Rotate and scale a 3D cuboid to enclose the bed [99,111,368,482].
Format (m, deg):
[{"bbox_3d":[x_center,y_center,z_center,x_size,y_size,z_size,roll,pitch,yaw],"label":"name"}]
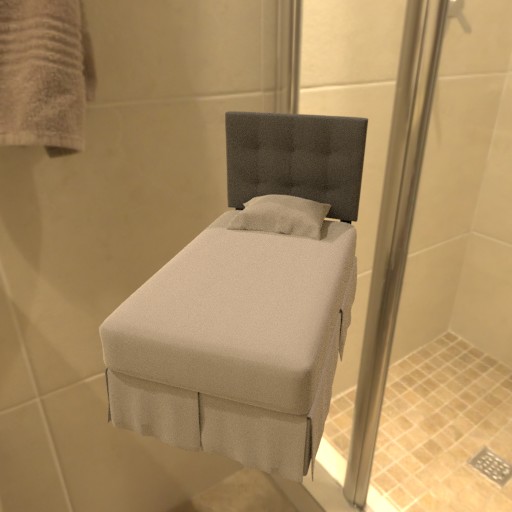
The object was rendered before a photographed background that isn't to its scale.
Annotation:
[{"bbox_3d":[0.000,0.000,2.975,1.261,1.571,1.997,8,27,16],"label":"bed"}]
